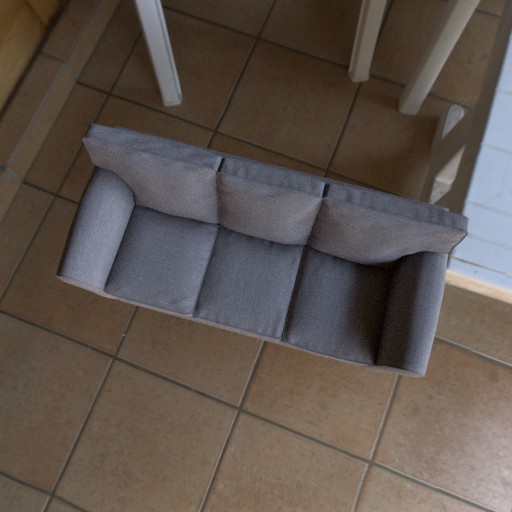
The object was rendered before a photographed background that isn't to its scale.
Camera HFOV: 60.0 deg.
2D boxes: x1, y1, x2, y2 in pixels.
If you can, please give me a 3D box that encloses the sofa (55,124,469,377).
[{"bbox_3d":[0.000,0.000,2.616,2.084,0.961,0.916,15,76,4],"label":"sofa"}]
